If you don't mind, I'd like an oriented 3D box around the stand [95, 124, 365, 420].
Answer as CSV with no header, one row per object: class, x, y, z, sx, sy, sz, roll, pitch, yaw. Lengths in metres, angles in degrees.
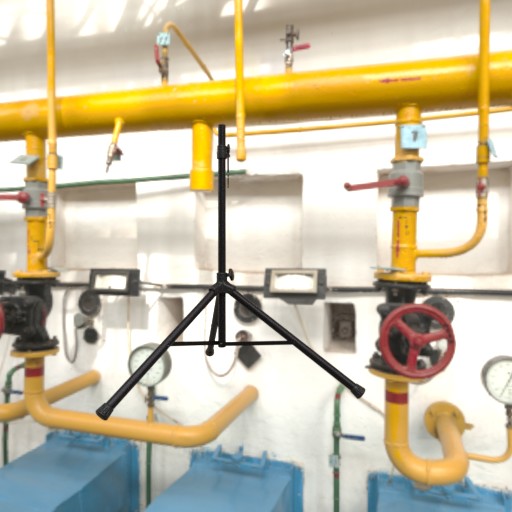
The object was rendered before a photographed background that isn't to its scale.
stand,0.000,0.000,1.887,0.907,1.136,1.045,0,0,17
